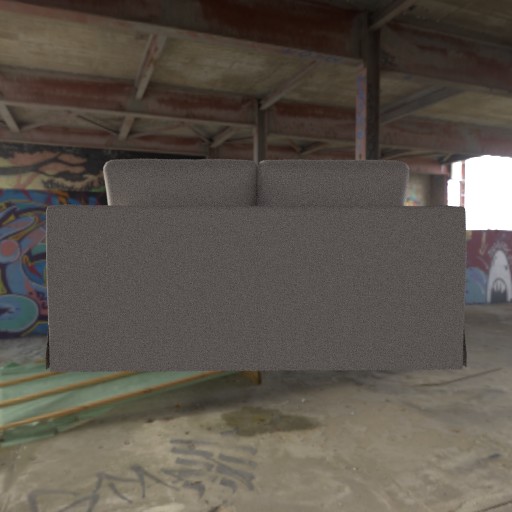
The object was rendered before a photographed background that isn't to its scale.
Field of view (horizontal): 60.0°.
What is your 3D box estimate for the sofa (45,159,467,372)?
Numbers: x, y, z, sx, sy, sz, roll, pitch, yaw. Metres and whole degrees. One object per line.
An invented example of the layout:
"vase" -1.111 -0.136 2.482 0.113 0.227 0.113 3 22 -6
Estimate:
"sofa" 0.000 0.000 2.361 1.813 0.932 1.009 0 2 -1
